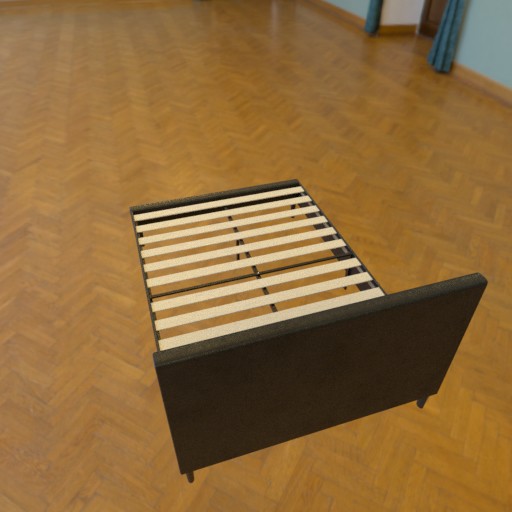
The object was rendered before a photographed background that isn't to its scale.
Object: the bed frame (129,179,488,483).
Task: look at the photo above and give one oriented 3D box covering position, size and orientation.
[{"bbox_3d":[0.000,0.000,2.895,1.469,1.046,2.152,-12,41,-14],"label":"bed frame"}]
